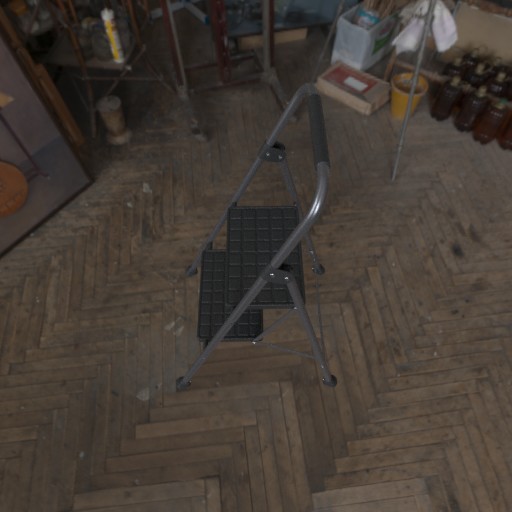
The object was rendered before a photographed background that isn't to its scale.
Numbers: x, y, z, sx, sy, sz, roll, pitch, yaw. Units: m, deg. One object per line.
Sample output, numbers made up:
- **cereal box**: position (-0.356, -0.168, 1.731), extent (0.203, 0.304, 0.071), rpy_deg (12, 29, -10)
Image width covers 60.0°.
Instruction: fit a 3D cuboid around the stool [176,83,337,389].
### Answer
- **stool**: position (0.000, 0.000, 1.155), extent (0.514, 0.872, 0.450), rpy_deg (-1, 58, 0)
